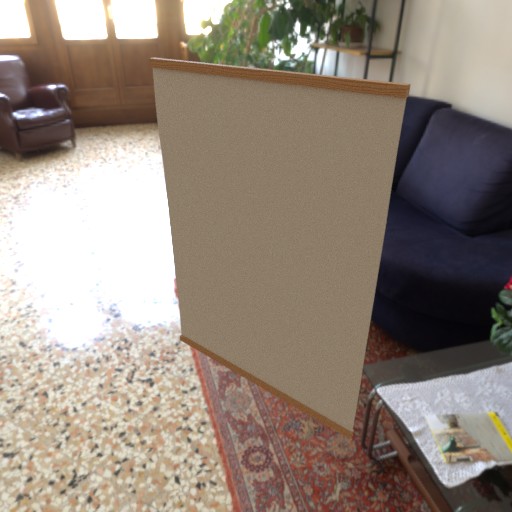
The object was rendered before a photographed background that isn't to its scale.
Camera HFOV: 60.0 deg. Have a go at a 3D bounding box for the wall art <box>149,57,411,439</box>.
[{"bbox_3d":[0.000,0.000,1.296,0.739,1.016,0.020,21,36,32],"label":"wall art"}]
